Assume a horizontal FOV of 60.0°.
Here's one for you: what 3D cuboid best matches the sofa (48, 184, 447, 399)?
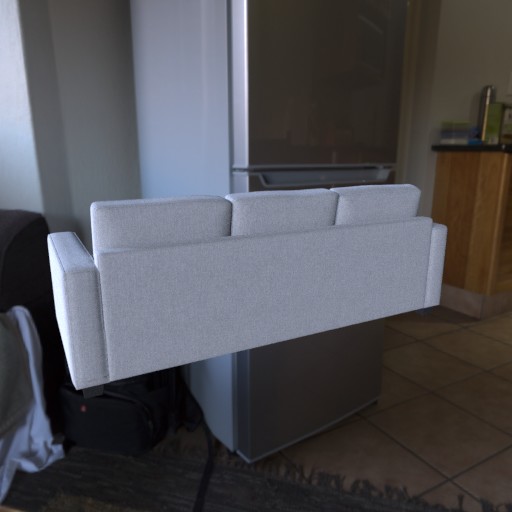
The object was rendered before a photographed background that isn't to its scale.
[{"bbox_3d":[0.000,0.000,2.555,2.120,0.800,0.900,-7,16,-27],"label":"sofa"}]
